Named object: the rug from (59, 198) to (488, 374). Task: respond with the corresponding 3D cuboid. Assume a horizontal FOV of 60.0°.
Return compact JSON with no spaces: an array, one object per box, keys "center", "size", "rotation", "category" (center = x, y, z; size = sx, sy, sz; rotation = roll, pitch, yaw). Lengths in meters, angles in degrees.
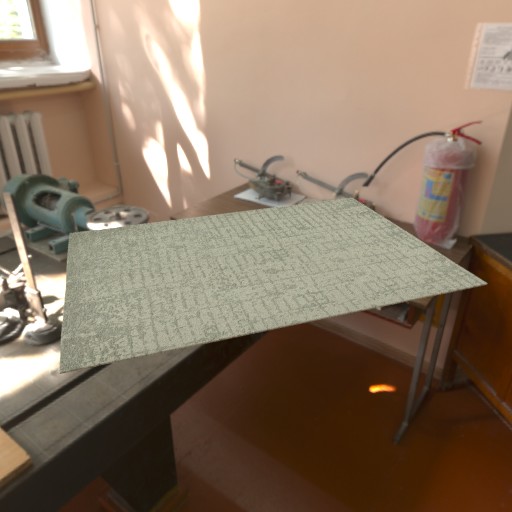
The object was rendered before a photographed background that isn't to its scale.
[{"center":[0.000,0.000,2.271],"size":[1.827,0.007,1.211],"rotation":[-9,29,-17],"category":"rug"}]
